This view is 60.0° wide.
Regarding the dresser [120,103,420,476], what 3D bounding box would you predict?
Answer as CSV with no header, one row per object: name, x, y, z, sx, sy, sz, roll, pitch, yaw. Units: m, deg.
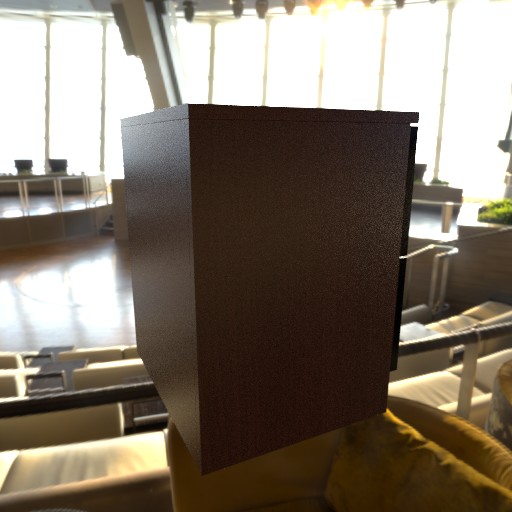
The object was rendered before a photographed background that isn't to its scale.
dresser,0.000,0.000,0.778,0.360,0.470,0.400,-7,16,-26
